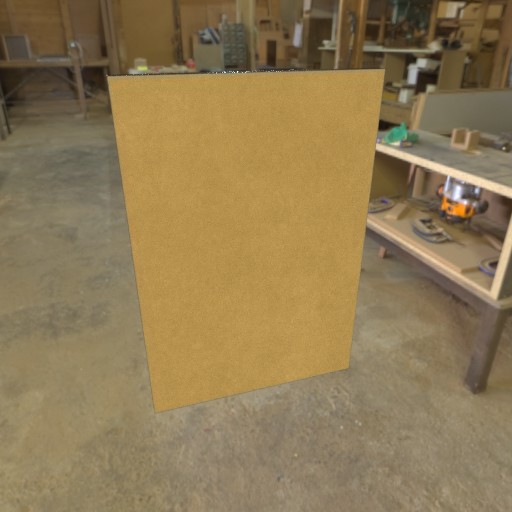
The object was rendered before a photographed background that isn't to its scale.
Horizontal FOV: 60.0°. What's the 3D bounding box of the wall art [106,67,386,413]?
[{"bbox_3d":[0.000,0.000,0.590,0.314,0.455,0.019,-8,28,-16],"label":"wall art"}]
